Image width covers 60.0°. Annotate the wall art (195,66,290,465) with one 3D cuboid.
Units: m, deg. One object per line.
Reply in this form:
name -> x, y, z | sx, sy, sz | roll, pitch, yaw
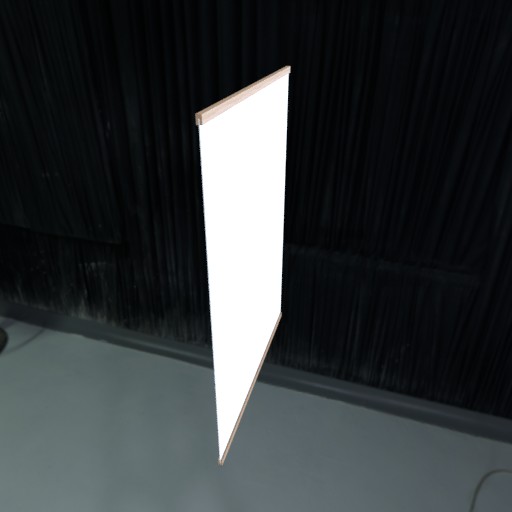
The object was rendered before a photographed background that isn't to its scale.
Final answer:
wall art -> 0.000, 0.000, 1.386 | 0.013, 1.016, 0.758 | 8, 31, 14
